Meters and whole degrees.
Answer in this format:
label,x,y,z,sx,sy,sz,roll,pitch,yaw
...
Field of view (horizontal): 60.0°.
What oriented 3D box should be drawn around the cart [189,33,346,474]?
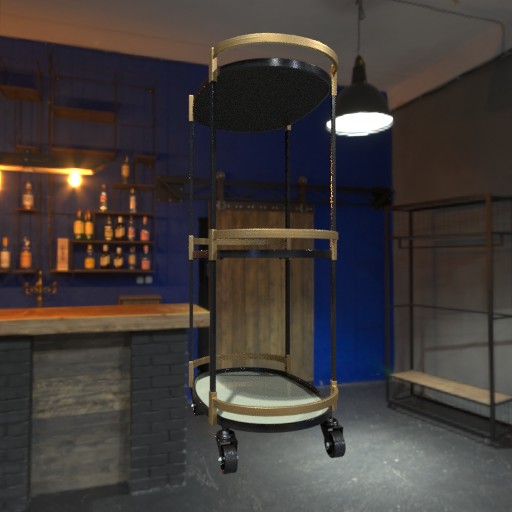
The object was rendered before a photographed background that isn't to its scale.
label,x,y,z,sx,sy,sz,roll,pitch,yaw
cart,0.000,0.000,1.130,0.311,0.885,0.515,0,0,-17
